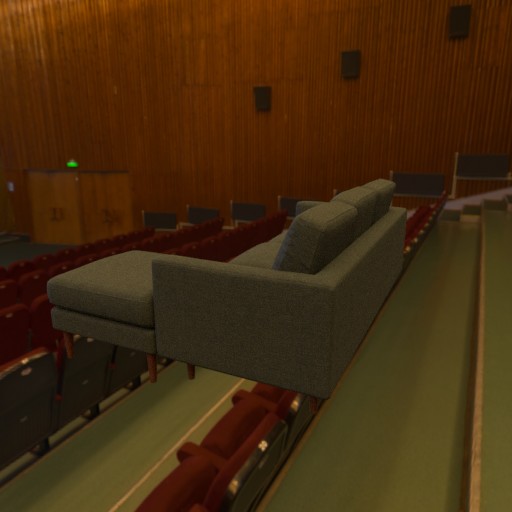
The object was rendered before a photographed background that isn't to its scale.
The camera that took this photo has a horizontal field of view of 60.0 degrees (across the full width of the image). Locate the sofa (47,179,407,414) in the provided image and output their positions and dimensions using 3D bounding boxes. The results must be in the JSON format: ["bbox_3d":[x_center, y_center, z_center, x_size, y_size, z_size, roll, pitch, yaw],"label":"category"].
[{"bbox_3d":[0.000,0.000,3.014,1.667,0.957,2.055,7,17,25],"label":"sofa"}]
